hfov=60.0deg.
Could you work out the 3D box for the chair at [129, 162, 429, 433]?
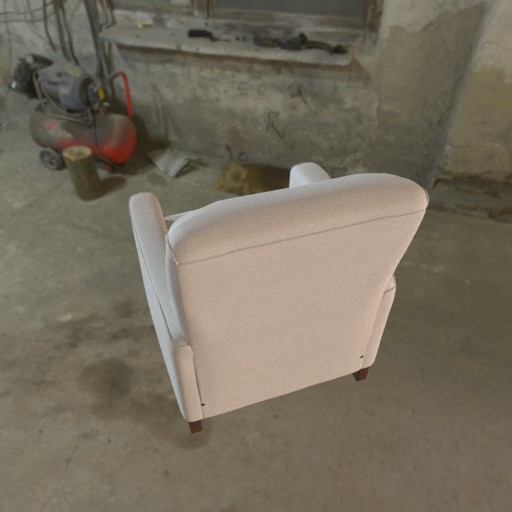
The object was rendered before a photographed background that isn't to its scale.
[{"bbox_3d":[0.000,0.000,1.663,0.841,1.028,0.858,-13,44,-14],"label":"chair"}]
